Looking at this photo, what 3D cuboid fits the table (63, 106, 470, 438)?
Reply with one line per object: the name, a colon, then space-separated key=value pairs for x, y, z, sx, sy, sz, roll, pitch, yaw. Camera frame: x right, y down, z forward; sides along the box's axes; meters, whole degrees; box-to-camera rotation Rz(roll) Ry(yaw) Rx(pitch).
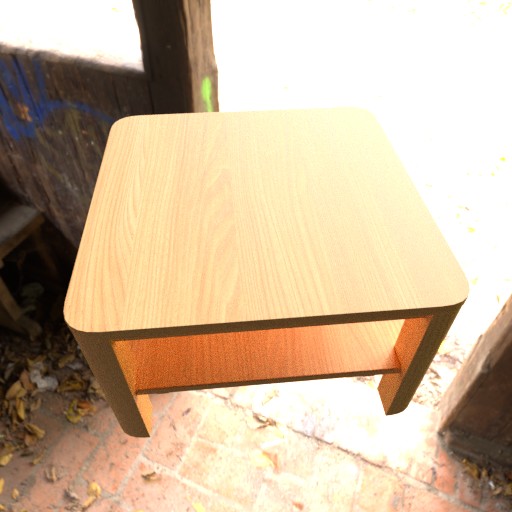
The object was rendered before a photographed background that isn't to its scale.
table: x=0.000 y=0.000 z=1.195 sx=0.750 sy=0.450 sz=0.750 roll=-4 pitch=46 yaw=-4
